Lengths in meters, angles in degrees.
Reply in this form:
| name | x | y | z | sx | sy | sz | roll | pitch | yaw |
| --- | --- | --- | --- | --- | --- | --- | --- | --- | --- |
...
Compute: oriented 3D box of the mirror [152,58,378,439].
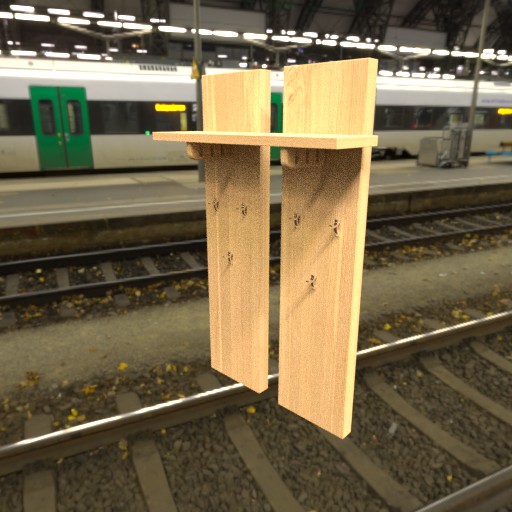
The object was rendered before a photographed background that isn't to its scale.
| name | x | y | z | sx | sy | sz | roll | pitch | yaw |
| --- | --- | --- | --- | --- | --- | --- | --- | --- | --- |
| mirror | 0.000 | 0.000 | 1.576 | 0.800 | 1.250 | 0.260 | 15 | 23 | 41 |
